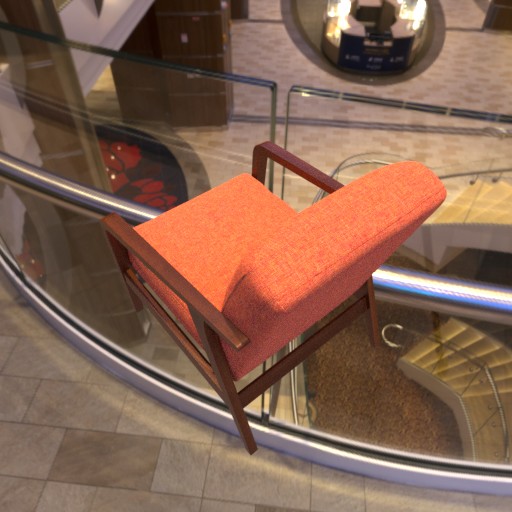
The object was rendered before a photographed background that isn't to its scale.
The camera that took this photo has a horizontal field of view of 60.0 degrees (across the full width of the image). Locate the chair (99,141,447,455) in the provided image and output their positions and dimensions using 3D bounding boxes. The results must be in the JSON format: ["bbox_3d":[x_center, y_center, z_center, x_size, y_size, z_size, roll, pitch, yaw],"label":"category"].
[{"bbox_3d":[0.000,0.000,1.503,0.719,0.890,0.860,-31,54,-26],"label":"chair"}]
